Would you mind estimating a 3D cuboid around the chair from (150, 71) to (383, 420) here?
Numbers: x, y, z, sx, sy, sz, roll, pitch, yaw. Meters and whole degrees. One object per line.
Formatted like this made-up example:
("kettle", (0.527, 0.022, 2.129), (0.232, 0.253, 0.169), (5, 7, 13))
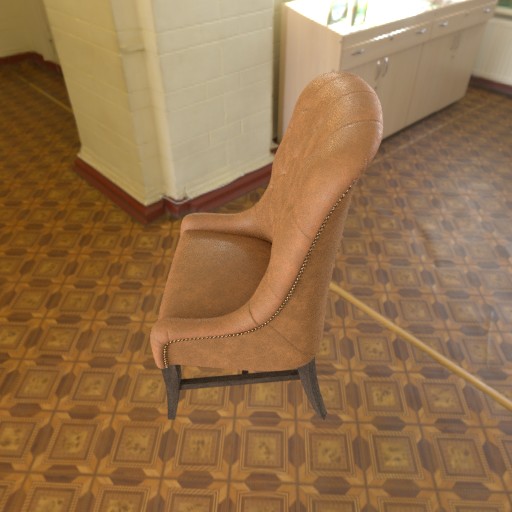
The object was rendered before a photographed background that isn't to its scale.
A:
("chair", (0.000, 0.000, 1.470), (0.629, 1.091, 0.634), (1, 40, 2))
